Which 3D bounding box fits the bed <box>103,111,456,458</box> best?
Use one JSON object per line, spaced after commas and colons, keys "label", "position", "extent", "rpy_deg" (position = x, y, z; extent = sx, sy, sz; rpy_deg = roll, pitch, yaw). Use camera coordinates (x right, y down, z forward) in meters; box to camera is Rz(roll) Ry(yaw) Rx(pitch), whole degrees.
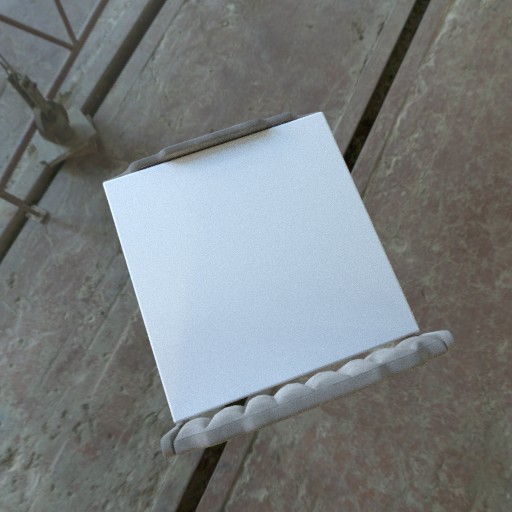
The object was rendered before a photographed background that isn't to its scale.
{"label": "bed", "position": [0.000, 0.000, 3.567], "extent": [2.074, 1.245, 2.340], "rpy_deg": [-19, 77, -5]}
